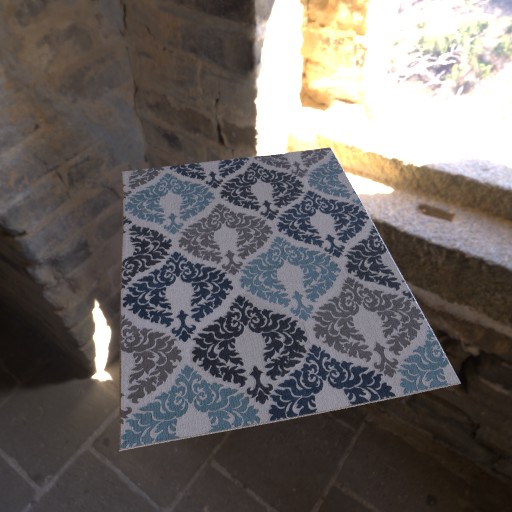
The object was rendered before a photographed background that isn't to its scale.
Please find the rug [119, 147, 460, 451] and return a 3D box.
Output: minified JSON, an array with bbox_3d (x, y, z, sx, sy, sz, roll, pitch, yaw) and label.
[{"bbox_3d":[0.000,0.000,4.036,2.423,0.014,3.040,-8,48,-8],"label":"rug"}]
